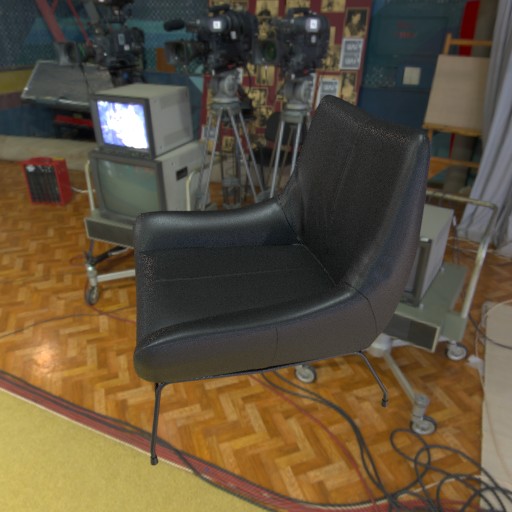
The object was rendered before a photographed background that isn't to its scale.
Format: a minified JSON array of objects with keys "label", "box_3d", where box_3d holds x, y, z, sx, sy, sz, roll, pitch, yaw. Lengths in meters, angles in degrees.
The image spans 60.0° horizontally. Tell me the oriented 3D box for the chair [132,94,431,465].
[{"label":"chair","box_3d":[0.000,0.000,1.494,0.826,0.922,0.836,-7,29,-12]}]
